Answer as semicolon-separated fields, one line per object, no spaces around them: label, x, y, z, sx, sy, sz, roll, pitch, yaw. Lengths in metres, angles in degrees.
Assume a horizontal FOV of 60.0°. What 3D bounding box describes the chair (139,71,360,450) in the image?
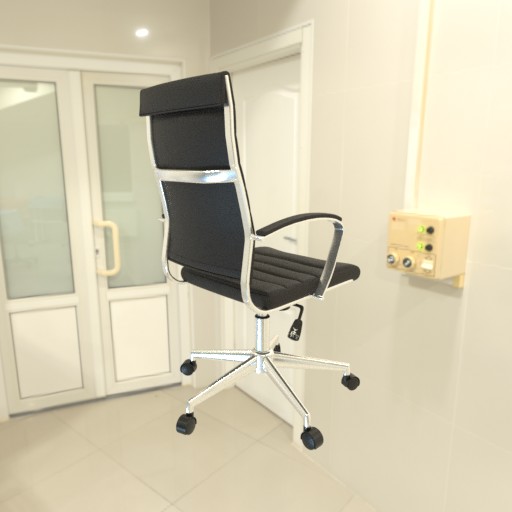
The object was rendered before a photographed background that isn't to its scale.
chair;0.000;0.000;1.635;0.739;1.149;0.766;-11;17;-42
